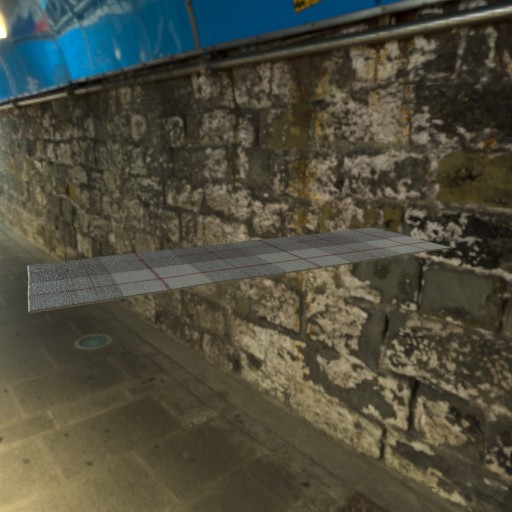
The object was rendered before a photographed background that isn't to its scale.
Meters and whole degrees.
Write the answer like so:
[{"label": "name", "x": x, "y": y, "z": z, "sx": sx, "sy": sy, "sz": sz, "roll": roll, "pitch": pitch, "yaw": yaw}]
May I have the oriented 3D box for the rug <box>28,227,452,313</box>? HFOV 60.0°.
[{"label": "rug", "x": 0.000, "y": 0.000, "z": 2.649, "sx": 2.439, "sy": 0.013, "sz": 0.762, "roll": -7, "pitch": 16, "yaw": -26}]
